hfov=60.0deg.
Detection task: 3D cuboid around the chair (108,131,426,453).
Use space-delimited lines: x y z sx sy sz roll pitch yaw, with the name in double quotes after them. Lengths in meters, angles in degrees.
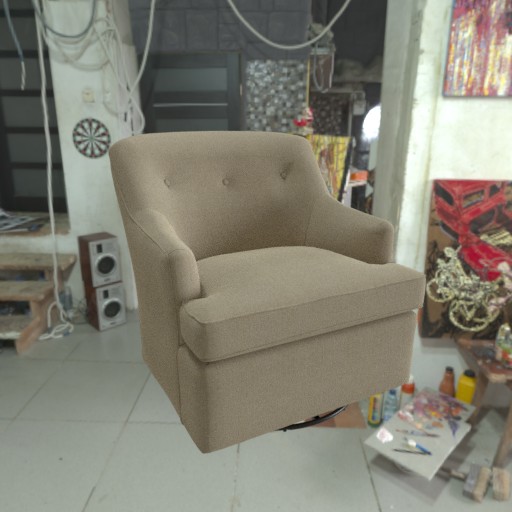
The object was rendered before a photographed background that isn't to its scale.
0.000 0.000 1.606 0.864 0.856 0.923 -9 19 -26 "chair"
